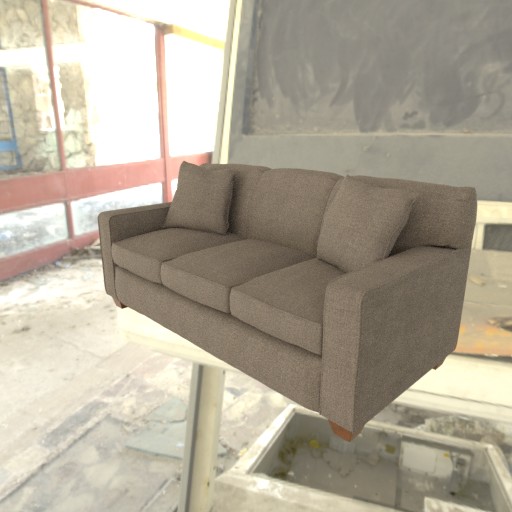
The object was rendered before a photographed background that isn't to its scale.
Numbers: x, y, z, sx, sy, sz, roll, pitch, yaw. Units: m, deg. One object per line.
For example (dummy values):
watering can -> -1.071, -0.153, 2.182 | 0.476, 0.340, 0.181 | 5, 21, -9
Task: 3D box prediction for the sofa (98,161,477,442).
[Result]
sofa -> 0.000, 0.000, 2.538 | 0.997, 0.958, 2.024 | -16, 23, -42
